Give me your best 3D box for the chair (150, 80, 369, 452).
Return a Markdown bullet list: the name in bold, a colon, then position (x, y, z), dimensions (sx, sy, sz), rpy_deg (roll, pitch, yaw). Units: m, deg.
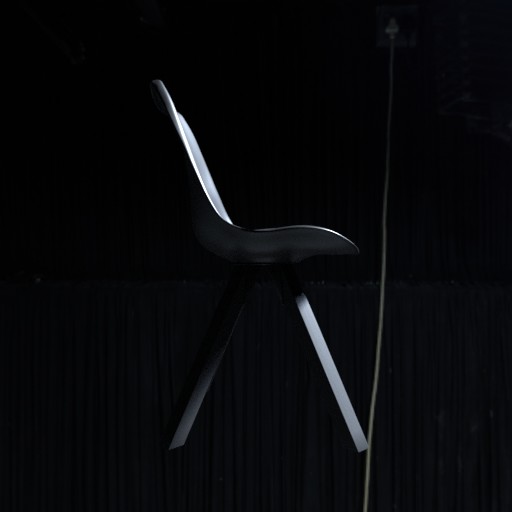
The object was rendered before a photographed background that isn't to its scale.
- **chair**: position (0.000, 0.000, 1.182), dimensions (0.530, 0.850, 0.485), rpy_deg (0, 0, 2)
